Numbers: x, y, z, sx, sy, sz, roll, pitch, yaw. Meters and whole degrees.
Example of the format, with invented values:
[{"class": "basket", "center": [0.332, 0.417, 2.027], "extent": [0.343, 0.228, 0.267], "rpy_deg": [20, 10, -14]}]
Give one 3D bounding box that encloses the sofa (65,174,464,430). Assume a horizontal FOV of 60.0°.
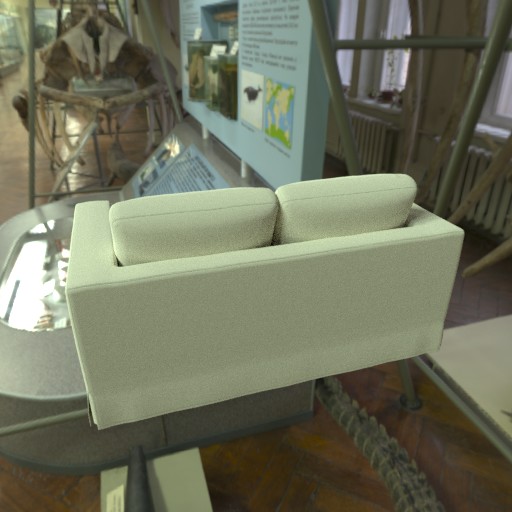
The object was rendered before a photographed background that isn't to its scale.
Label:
[{"class": "sofa", "center": [0.000, 0.000, 2.370], "extent": [1.813, 0.932, 1.009], "rpy_deg": [-8, 28, -16]}]
